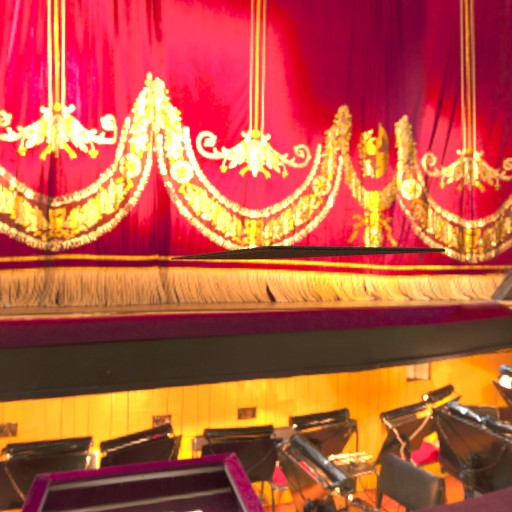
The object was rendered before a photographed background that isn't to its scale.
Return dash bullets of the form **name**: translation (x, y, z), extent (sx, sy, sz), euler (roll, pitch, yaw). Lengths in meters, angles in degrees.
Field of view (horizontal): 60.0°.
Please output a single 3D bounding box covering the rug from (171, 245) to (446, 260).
- **rug**: translation (0.000, 0.000, 2.558), extent (0.678, 0.014, 2.276), euler (0, -1, -18)
